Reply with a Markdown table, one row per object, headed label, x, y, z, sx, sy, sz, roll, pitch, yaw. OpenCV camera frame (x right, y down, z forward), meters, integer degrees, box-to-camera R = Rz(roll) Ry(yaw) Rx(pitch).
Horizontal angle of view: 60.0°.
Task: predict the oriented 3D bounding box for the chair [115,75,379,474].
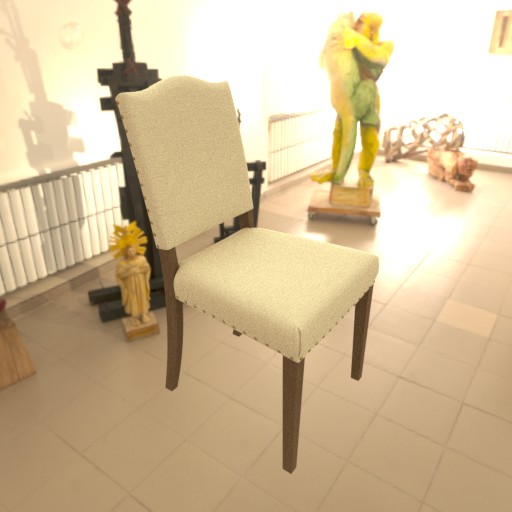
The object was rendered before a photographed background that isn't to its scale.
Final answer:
| label | x | y | z | sx | sy | sz | roll | pitch | yaw |
| --- | --- | --- | --- | --- | --- | --- | --- | --- | --- |
| chair | 0.000 | 0.000 | 1.371 | 0.619 | 1.015 | 0.508 | 17 | 31 | 31 |
